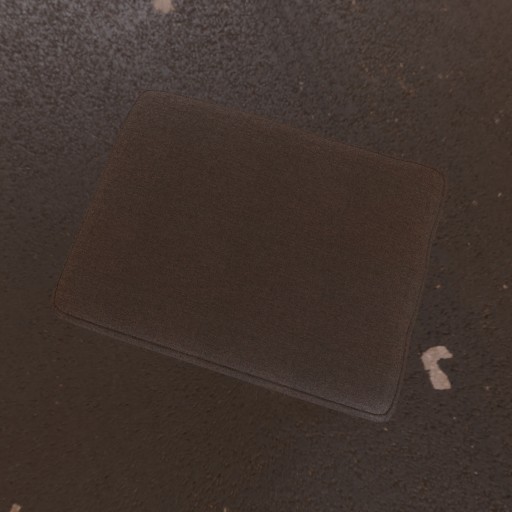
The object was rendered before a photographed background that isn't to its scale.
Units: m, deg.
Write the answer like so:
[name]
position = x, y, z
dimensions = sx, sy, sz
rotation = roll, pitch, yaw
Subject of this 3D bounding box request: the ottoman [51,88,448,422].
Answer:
[ottoman]
position = 0.000, 0.000, 1.228
dimensions = 0.826, 0.496, 0.639
rotation = 17, 78, 4
